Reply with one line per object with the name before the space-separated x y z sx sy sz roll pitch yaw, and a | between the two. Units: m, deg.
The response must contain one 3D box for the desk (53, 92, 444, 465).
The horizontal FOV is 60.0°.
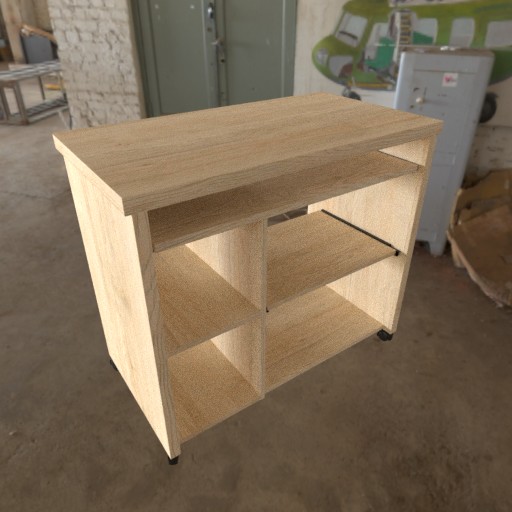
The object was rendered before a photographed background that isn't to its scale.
desk | 0.000 0.000 1.328 0.885 0.770 0.480 -20 36 -29
